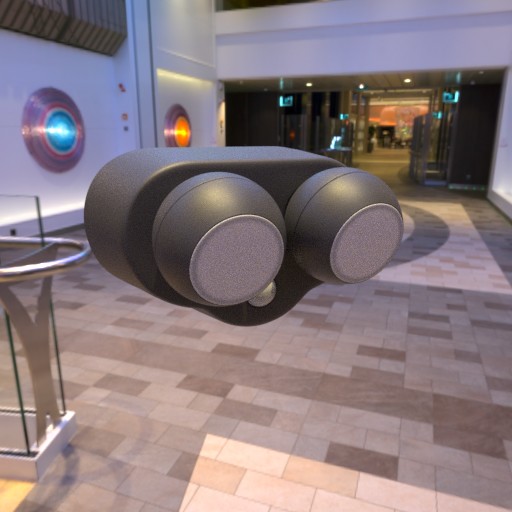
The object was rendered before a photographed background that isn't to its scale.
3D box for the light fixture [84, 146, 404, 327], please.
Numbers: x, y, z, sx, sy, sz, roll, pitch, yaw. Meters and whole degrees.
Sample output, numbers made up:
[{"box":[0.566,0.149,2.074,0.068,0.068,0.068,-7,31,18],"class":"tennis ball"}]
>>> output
[{"box":[0.000,0.000,0.340,0.229,0.159,0.159,-7,17,-25],"class":"light fixture"}]
